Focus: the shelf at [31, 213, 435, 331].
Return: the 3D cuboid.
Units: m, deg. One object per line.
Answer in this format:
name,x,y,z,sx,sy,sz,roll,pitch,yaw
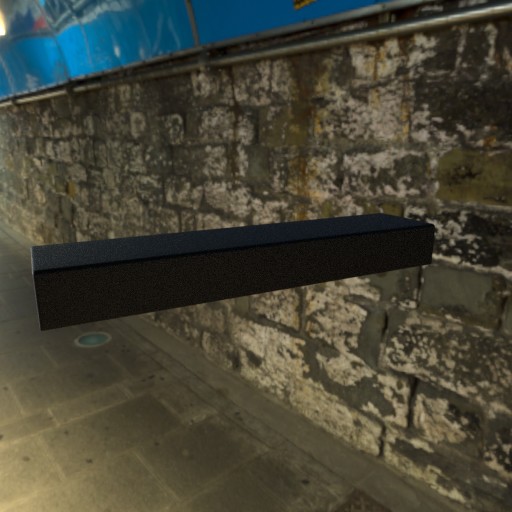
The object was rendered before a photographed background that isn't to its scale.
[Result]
shelf,0.000,0.000,0.507,0.456,0.053,0.102,-7,17,-26
